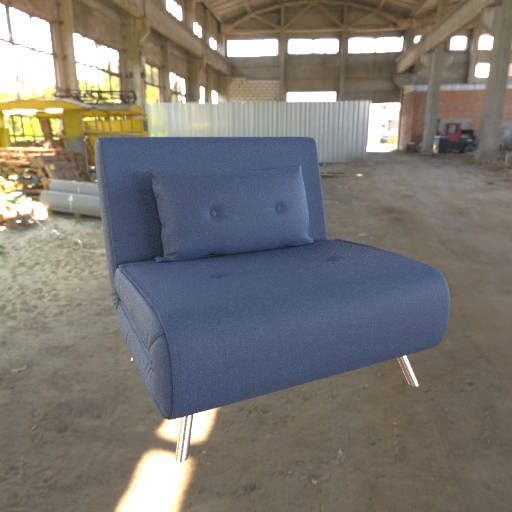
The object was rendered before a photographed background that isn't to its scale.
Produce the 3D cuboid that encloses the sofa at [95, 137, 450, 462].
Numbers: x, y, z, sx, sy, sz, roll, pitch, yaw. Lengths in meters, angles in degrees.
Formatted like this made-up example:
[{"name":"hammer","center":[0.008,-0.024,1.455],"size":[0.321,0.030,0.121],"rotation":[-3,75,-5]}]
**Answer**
[{"name":"sofa","center":[0.000,0.000,1.658],"size":[0.999,0.860,0.996],"rotation":[-7,17,-25]}]
